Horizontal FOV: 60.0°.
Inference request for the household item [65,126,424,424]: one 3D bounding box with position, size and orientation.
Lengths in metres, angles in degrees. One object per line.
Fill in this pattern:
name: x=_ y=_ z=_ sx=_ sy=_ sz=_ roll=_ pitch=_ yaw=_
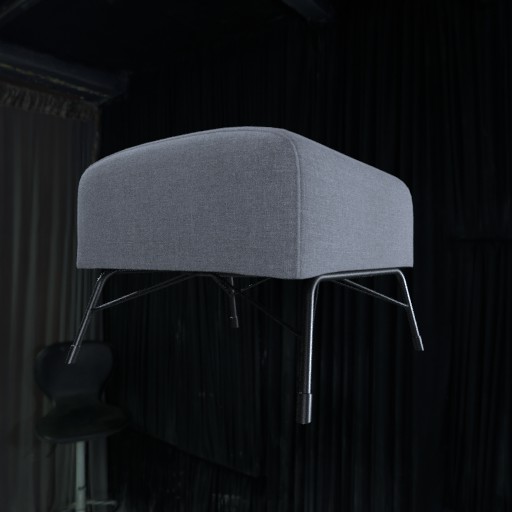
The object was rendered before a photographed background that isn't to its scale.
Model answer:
household item: x=0.000 y=0.000 z=0.909 sx=0.530 sy=0.410 sz=0.530 roll=0 pitch=0 yaw=36
